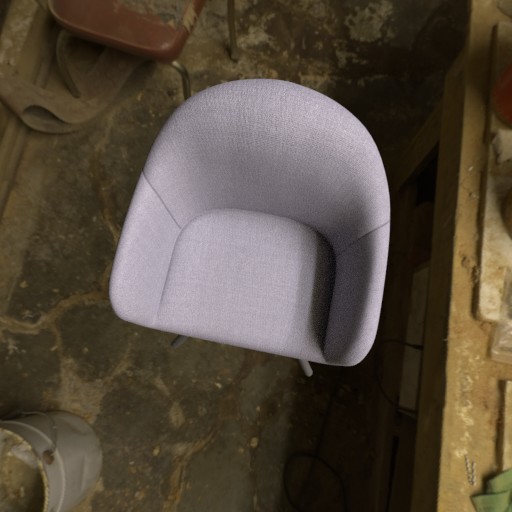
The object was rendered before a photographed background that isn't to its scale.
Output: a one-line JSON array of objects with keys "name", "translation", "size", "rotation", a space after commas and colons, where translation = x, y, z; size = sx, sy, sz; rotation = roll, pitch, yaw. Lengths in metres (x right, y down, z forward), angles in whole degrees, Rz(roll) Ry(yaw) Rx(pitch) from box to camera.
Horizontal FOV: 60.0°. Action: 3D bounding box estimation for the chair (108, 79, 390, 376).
[{"name": "chair", "translation": [0.000, 0.000, 1.196], "size": [0.590, 0.795, 0.550], "rotation": [11, 76, 3]}]
